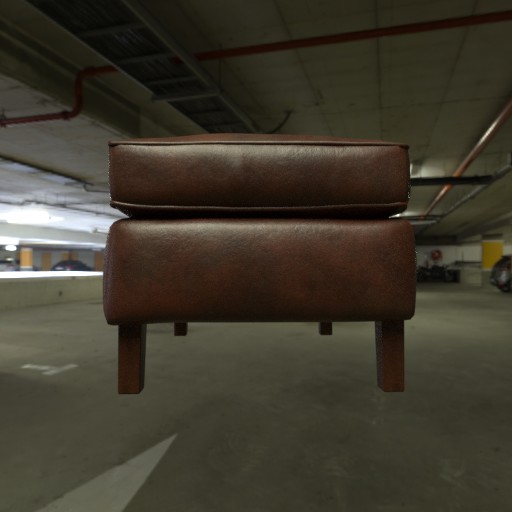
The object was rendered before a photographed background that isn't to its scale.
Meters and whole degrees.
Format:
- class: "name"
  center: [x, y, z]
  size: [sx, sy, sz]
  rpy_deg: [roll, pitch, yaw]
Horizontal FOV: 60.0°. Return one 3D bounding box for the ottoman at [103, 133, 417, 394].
- class: "ottoman"
  center: [0.000, 0.000, 0.970]
  size: [0.501, 0.432, 0.665]
  rpy_deg: [0, -1, -2]
